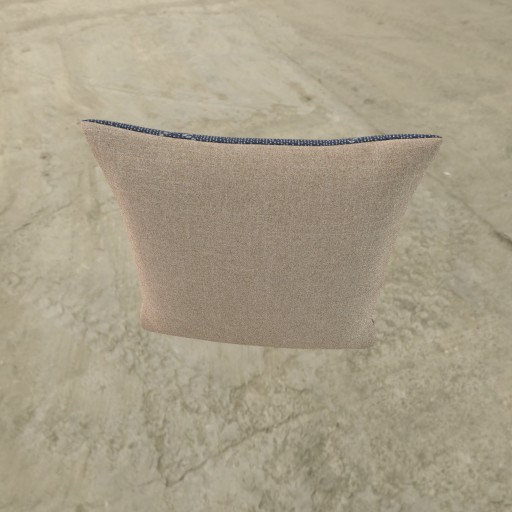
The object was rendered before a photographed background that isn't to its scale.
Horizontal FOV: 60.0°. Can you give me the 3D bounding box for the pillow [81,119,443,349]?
[{"bbox_3d":[0.000,0.000,0.672,0.435,0.428,0.148,4,45,4],"label":"pillow"}]
